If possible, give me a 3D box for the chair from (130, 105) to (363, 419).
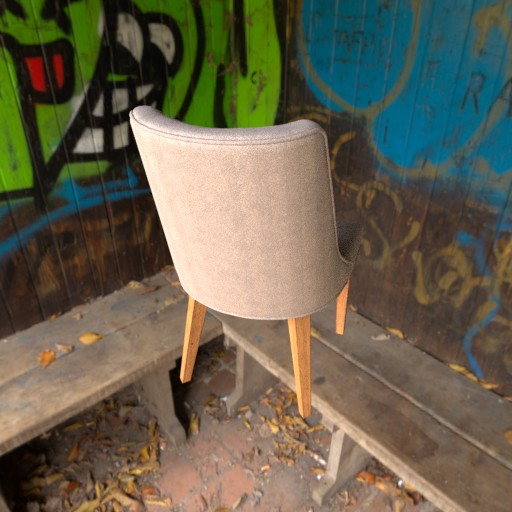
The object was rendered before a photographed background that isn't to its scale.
[{"bbox_3d":[0.000,0.000,1.307,0.548,0.916,0.636,11,33,17],"label":"chair"}]
